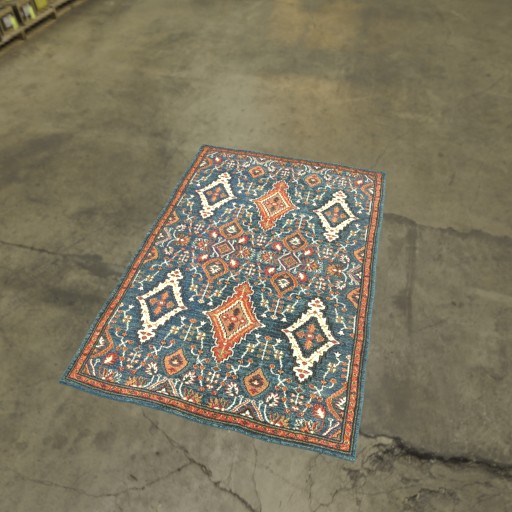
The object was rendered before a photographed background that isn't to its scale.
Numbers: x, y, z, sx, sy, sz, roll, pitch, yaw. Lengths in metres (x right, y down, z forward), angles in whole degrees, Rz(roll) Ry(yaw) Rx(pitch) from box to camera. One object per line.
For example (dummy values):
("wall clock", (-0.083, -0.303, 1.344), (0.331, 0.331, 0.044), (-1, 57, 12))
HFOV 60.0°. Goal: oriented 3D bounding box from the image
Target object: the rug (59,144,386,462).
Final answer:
("rug", (0.000, 0.000, 3.031), (1.622, 0.009, 2.373), (11, 49, 10))
